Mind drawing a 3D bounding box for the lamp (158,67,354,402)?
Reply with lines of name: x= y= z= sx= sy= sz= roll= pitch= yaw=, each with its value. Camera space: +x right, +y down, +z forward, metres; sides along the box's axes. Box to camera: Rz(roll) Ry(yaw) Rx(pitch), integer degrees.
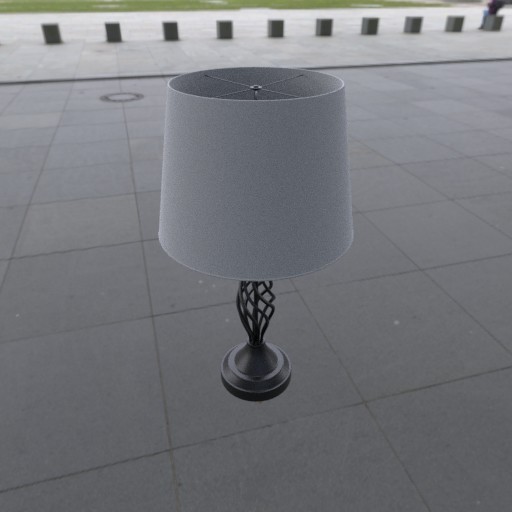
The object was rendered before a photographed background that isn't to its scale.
lamp: x=0.000 y=0.000 z=0.796 sx=0.331 sy=0.594 sz=0.331 roll=0 pitch=32 yaw=0
